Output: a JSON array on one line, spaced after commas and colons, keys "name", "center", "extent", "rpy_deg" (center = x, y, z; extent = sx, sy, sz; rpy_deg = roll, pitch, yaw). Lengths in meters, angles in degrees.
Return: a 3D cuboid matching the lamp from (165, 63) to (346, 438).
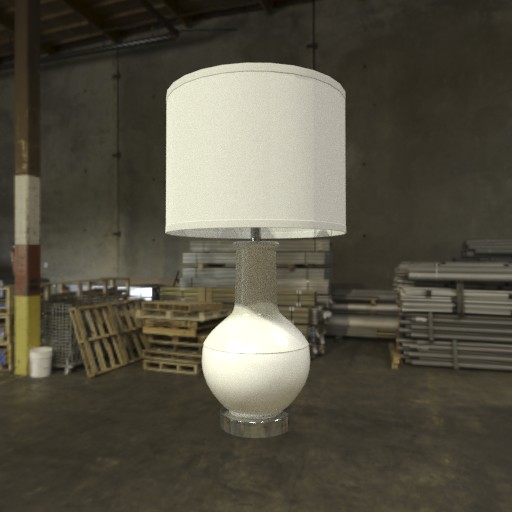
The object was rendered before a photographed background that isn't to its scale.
[{"name": "lamp", "center": [0.000, 0.000, 0.890], "extent": [0.357, 0.673, 0.357], "rpy_deg": [0, -1, 18]}]
